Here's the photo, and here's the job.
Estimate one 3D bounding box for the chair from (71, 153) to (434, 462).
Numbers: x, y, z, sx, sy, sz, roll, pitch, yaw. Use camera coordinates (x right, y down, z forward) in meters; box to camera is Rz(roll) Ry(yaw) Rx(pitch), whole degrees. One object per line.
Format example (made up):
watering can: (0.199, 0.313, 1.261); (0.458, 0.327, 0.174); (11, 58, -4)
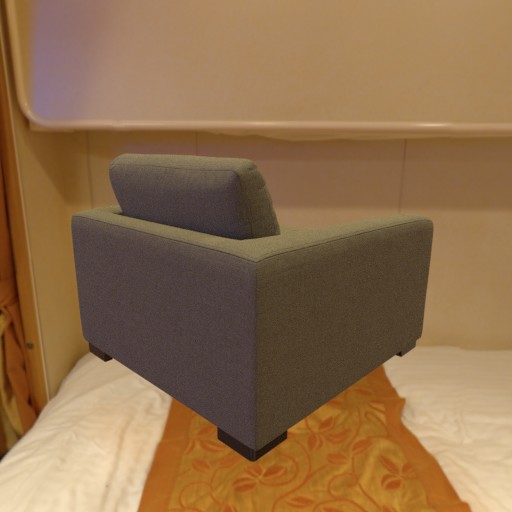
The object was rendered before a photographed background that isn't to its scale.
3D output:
chair: (0.000, 0.000, 1.873); (1.070, 0.847, 1.100); (13, 20, 43)
